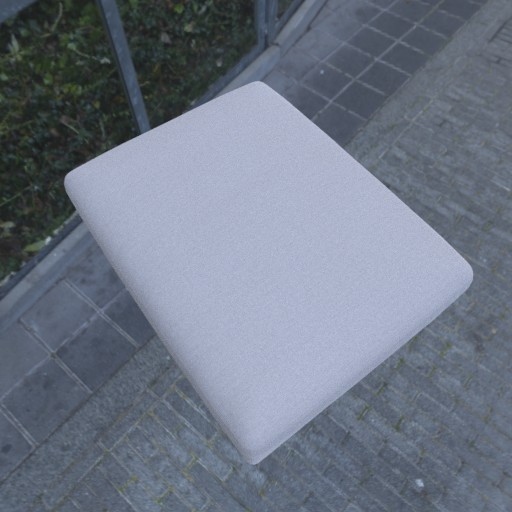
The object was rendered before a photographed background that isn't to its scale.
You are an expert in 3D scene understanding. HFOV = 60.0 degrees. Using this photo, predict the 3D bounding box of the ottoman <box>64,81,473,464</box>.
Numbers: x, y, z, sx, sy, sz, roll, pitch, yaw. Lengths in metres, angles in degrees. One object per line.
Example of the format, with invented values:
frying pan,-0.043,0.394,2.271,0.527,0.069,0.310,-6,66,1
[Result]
ottoman,0.000,0.000,1.096,0.606,0.420,0.771,-33,65,-18
